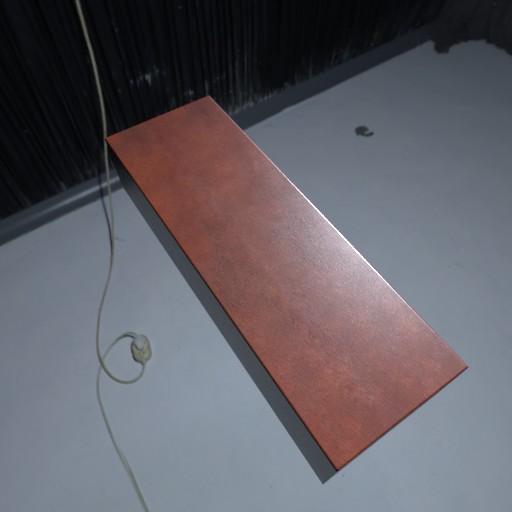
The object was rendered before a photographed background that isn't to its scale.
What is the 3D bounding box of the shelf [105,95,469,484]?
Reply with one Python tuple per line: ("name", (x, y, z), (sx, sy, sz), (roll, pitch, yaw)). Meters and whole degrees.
("shelf", (0.000, 0.000, 0.514), (0.152, 0.088, 0.457), (-29, 62, -18))
